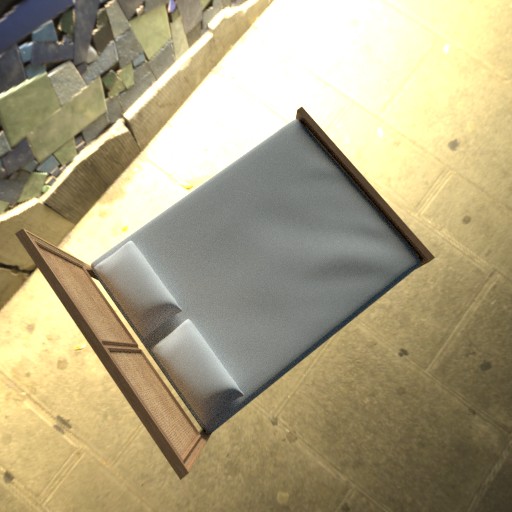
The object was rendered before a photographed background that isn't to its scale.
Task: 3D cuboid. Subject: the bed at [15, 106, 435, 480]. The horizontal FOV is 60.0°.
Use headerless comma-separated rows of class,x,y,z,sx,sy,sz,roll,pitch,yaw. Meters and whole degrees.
bed,0.000,0.000,3.174,2.184,1.387,1.606,-37,80,-8
